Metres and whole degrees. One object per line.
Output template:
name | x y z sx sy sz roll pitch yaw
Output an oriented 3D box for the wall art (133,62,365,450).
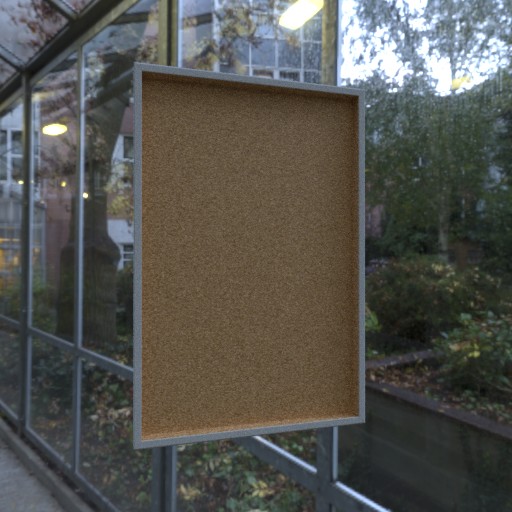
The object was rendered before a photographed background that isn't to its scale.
wall art | 0.000 0.000 1.148 0.610 0.914 0.038 0 0 -16
